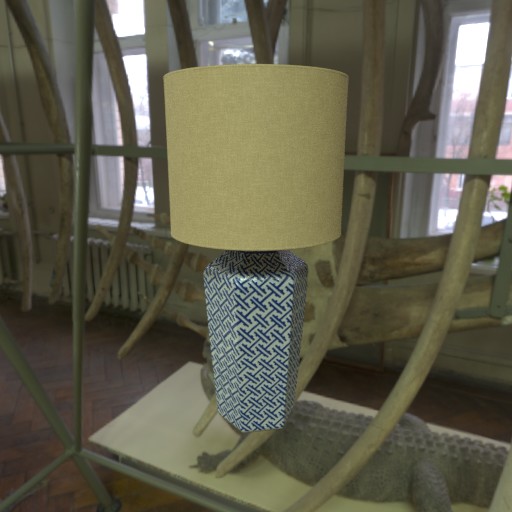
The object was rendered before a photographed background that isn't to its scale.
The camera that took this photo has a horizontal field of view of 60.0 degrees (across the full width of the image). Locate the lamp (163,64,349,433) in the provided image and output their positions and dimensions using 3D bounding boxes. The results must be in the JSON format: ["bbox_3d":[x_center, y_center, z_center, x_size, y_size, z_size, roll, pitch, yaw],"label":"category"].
[{"bbox_3d":[0.000,0.000,0.860,0.320,0.682,0.320,7,16,25],"label":"lamp"}]
